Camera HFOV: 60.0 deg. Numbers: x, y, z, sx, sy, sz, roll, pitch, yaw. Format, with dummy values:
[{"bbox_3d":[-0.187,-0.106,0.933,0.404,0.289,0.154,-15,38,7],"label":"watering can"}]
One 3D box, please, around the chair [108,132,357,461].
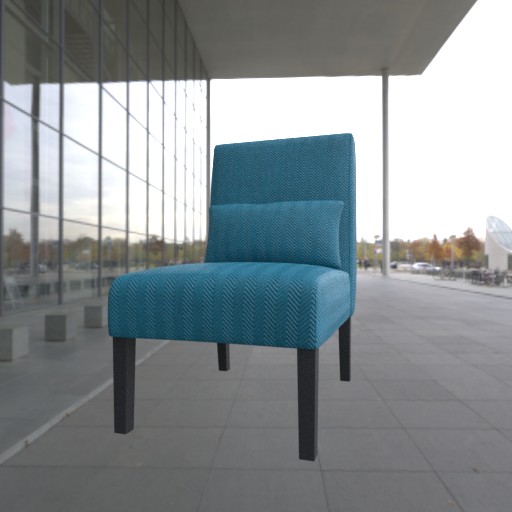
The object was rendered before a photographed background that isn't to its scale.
[{"bbox_3d":[0.000,0.000,1.436,0.579,0.927,0.808,0,-1,18],"label":"chair"}]
